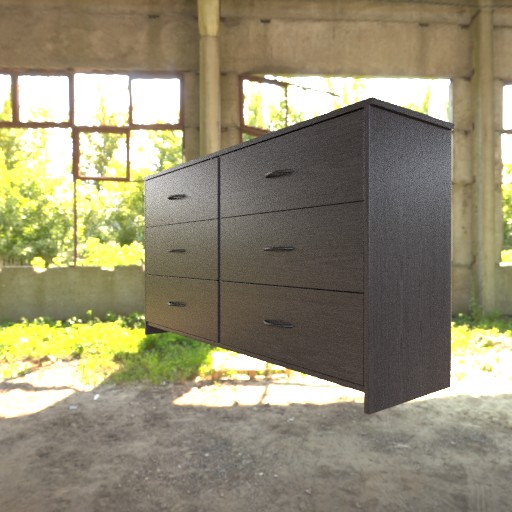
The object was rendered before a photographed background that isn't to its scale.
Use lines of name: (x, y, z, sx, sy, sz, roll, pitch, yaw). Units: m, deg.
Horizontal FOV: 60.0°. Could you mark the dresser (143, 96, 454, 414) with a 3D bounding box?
dresser: (0.000, 0.000, 1.690, 0.401, 0.755, 1.360, 0, 0, -37)
